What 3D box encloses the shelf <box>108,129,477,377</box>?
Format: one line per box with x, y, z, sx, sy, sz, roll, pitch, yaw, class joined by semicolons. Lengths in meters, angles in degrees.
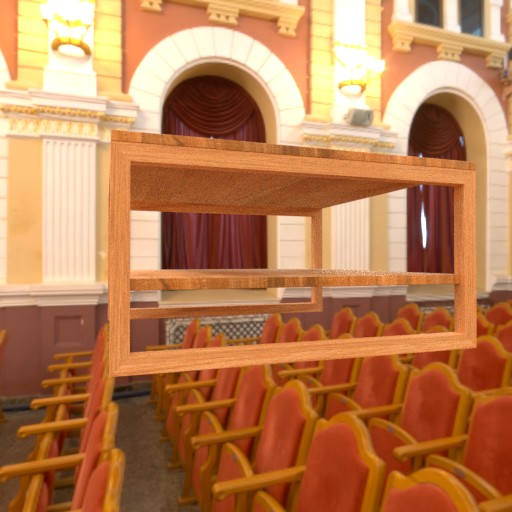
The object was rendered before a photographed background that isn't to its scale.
0.000;0.000;1.427;0.899;0.480;0.899;0;-1;-19;shelf
